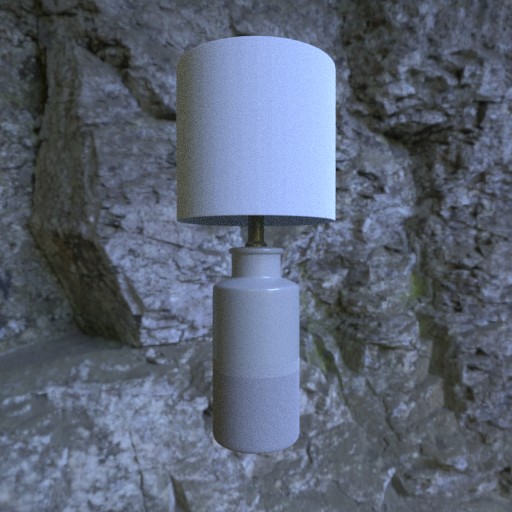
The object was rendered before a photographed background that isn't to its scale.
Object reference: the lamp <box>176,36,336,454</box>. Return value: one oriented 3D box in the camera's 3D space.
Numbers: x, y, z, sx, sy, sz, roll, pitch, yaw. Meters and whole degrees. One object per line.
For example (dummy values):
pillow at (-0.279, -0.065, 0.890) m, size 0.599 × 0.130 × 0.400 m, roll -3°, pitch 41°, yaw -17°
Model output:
lamp at (0.000, 0.000, 0.602) m, size 0.212 × 0.493 × 0.212 m, roll 0°, pitch 0°, yaw -19°
